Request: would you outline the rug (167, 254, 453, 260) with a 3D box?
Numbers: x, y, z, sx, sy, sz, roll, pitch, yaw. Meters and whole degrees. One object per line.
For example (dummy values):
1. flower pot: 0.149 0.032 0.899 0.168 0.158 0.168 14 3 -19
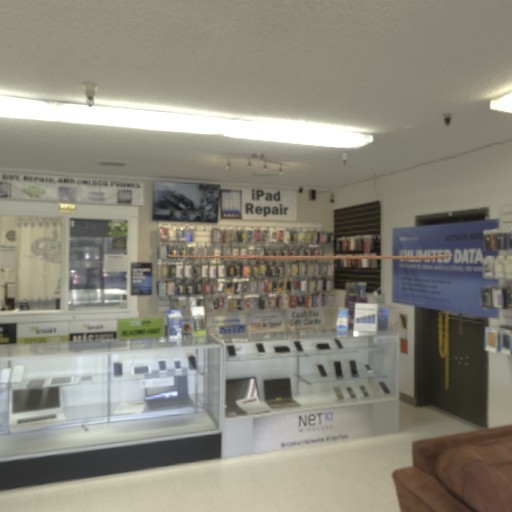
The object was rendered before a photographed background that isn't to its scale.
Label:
1. rug: 0.000 0.000 2.725 0.799 0.030 2.444 0 0 -18
